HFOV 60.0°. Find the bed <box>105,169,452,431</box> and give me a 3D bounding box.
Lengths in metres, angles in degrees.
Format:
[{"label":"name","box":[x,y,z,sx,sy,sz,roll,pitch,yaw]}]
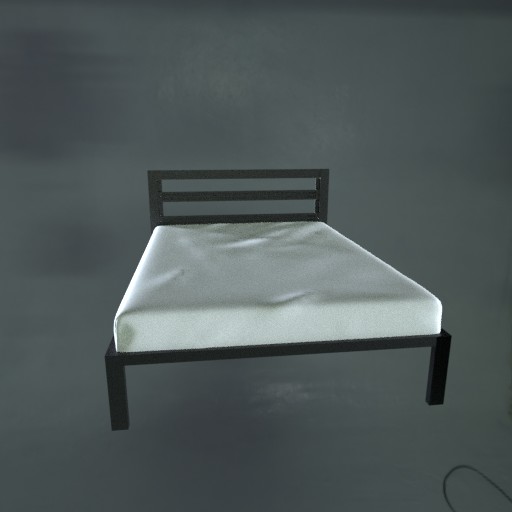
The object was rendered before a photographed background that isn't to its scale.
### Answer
[{"label":"bed","box":[0.000,0.000,2.872,1.524,0.967,2.062,-2,15,-7]}]
